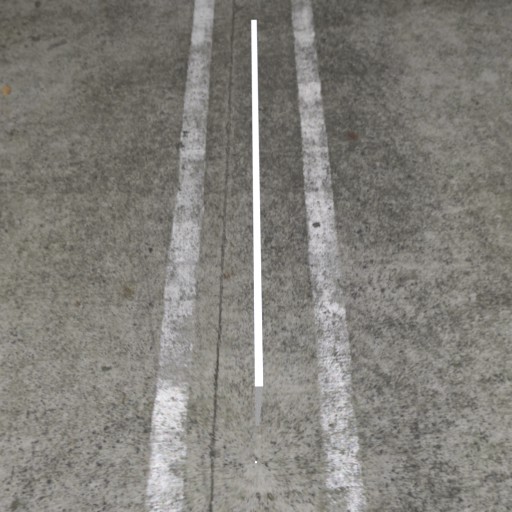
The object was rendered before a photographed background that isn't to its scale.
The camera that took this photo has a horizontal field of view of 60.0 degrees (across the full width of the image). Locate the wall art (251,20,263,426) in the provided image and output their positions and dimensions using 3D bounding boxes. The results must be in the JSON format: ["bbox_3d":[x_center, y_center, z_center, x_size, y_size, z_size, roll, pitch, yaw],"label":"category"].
[{"bbox_3d":[0.000,0.000,0.679,0.007,0.456,0.456,-1,65,0],"label":"wall art"}]
